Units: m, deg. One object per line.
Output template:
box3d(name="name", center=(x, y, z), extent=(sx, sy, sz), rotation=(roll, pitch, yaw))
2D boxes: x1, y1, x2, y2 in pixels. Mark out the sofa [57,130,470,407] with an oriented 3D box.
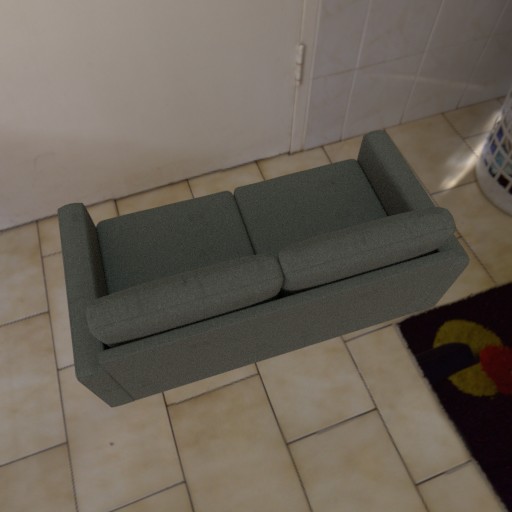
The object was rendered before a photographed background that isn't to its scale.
box3d(name="sofa", center=(0.000, 0.000, 2.220), extent=(1.730, 0.897, 0.889), rotation=(-15, 60, -9))
